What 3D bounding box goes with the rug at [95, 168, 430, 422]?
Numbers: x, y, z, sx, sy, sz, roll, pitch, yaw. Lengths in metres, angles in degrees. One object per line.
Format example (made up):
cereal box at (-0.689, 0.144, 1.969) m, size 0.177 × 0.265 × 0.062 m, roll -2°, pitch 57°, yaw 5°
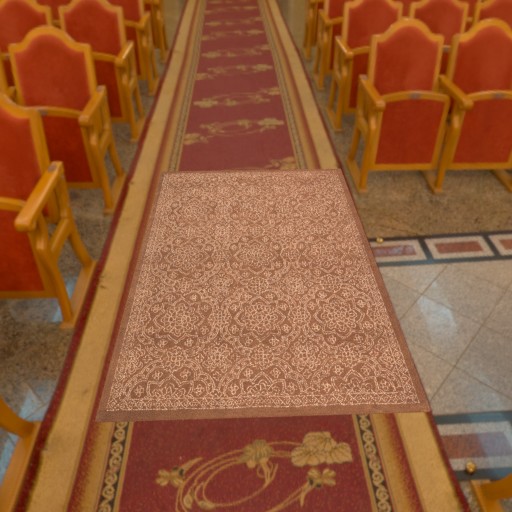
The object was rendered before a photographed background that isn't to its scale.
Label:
rug at (0.000, 0.000, 2.883) m, size 1.524 × 0.011 × 2.286 m, roll -1°, pitch 40°, yaw -2°
